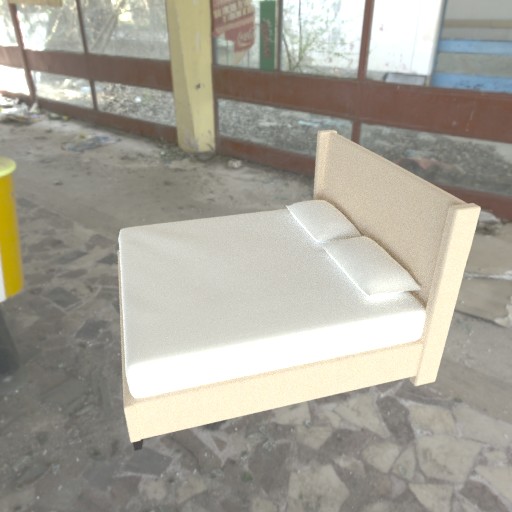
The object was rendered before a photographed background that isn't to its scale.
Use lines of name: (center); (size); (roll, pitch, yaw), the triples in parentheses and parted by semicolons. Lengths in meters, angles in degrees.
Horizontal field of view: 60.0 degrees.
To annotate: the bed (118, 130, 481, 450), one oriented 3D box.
bed: (0.000, 0.000, 3.709); (2.293, 1.471, 2.145); (-8, 30, -14)
